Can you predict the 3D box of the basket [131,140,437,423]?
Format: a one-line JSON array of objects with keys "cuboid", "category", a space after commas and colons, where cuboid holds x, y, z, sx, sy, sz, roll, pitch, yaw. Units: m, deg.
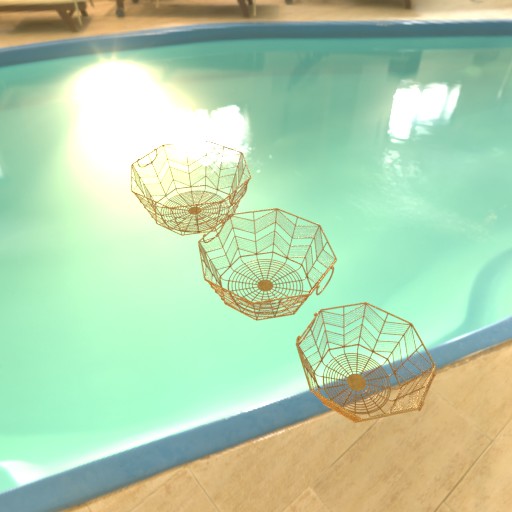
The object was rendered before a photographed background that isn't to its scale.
[{"cuboid": [0.000, 0.000, 1.349, 0.432, 0.178, 1.245, -25, 49, -24], "category": "basket"}]
